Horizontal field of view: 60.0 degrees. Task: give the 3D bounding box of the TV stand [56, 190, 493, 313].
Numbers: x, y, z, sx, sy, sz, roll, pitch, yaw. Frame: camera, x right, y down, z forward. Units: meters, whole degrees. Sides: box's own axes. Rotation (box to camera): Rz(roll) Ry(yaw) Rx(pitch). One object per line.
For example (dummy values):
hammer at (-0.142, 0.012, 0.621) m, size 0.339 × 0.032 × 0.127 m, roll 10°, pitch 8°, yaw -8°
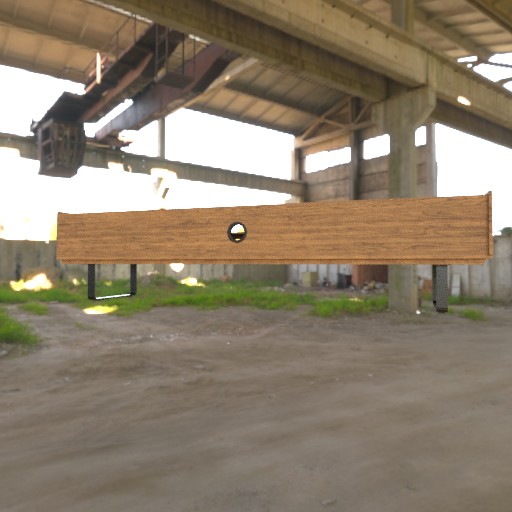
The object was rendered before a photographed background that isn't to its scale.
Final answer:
TV stand at (0.000, 0.000, 1.957) m, size 1.796 × 0.415 × 0.467 m, roll 0°, pitch -1°, yaw 19°
